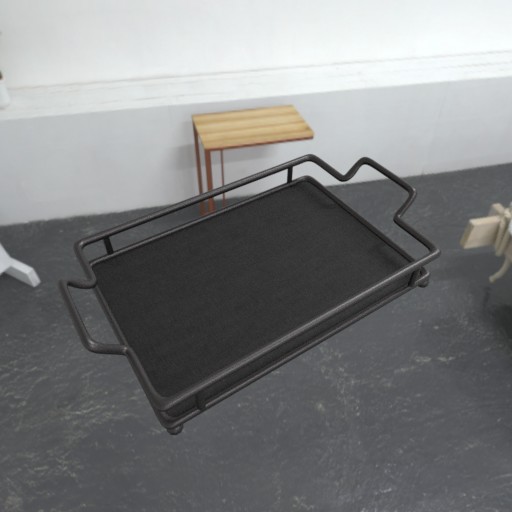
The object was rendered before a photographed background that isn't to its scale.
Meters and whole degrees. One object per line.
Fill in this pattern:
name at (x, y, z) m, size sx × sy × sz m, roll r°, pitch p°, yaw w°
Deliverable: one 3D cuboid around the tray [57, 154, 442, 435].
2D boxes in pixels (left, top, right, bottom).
tray at (0.000, 0.000, 0.618) m, size 0.495 × 0.101 × 0.297 m, roll -25°, pitch 50°, yaw -23°
